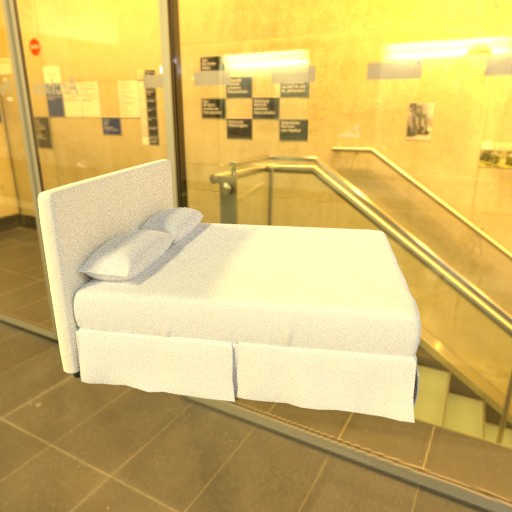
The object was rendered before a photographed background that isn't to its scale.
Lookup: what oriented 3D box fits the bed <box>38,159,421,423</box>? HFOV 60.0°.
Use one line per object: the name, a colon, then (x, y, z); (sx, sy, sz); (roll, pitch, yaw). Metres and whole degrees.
bed: (0.000, 0.000, 3.570); (2.341, 1.317, 2.119); (3, 18, 9)
